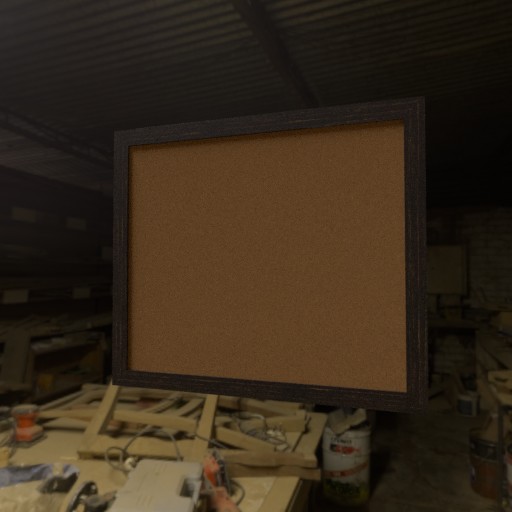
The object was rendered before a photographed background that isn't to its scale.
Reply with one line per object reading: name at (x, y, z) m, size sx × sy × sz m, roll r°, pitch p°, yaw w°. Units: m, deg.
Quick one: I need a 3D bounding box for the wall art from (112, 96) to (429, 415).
wall art at (0.000, 0.000, 0.532) m, size 0.381 × 0.330 × 0.031 m, roll -1°, pitch -2°, yaw 18°
